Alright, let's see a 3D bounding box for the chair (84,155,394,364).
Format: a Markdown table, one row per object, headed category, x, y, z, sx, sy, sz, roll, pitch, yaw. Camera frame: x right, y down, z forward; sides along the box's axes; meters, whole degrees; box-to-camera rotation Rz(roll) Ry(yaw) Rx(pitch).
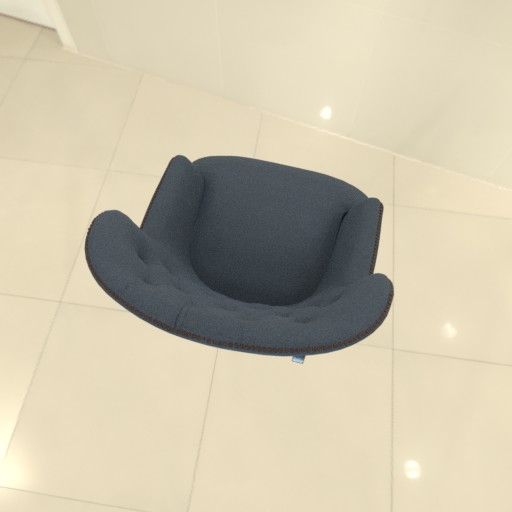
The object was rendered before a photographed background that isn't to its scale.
| category | x | y | z | sx | sy | sz | roll | pitch | yaw |
| --- | --- | --- | --- | --- | --- | --- | --- | --- | --- |
| chair | 0.000 | 0.000 | 1.617 | 0.848 | 0.868 | 0.906 | 14 | 64 | 7 |
